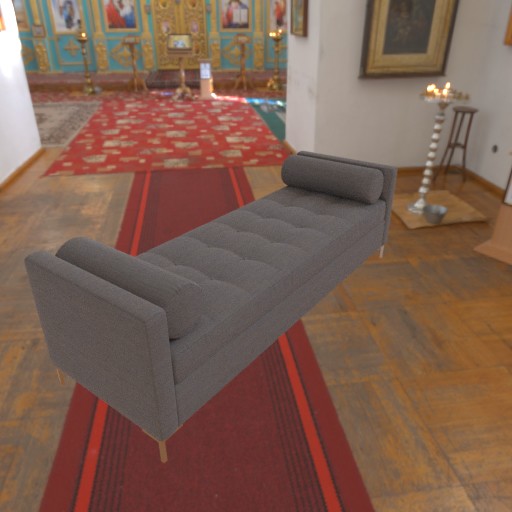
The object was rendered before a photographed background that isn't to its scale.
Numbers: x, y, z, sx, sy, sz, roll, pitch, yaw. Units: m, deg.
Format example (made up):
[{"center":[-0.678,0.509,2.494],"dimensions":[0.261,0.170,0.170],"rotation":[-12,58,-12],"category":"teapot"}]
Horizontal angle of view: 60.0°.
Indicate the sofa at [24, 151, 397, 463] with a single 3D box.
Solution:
[{"center":[0.000,0.000,2.294],"dimensions":[0.686,0.635,1.981],"rotation":[19,33,32],"category":"sofa"}]
